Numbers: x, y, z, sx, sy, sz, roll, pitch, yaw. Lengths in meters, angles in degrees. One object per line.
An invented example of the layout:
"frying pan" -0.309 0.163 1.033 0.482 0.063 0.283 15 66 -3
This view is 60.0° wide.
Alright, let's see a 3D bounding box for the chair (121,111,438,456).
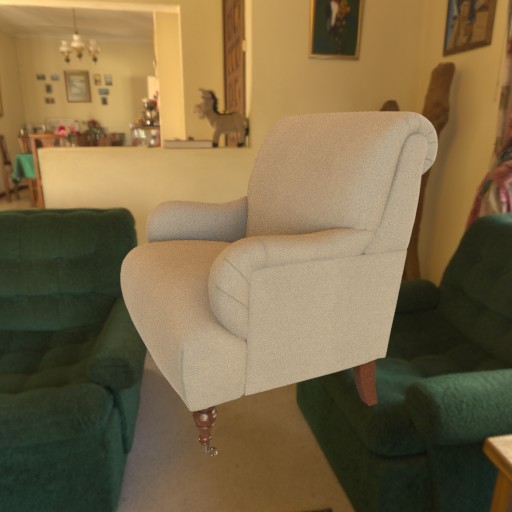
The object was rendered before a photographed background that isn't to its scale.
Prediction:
"chair" 0.000 0.000 1.513 0.842 0.942 0.766 -8 18 -26
